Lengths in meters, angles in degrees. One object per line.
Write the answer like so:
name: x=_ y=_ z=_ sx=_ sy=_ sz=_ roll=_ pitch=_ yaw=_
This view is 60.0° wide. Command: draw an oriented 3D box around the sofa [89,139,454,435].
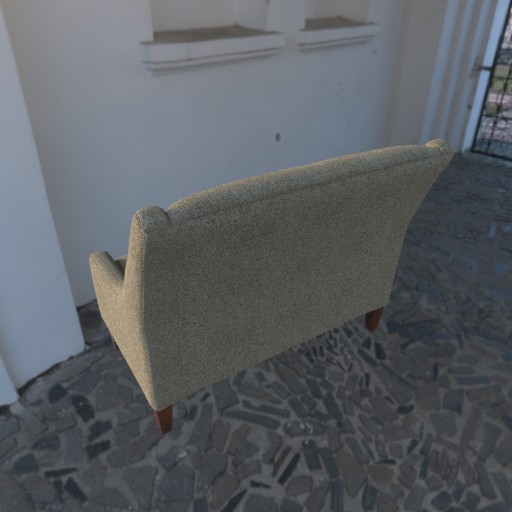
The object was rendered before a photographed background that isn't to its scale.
sofa: x=0.000 y=0.000 z=1.917 sx=1.242 sy=1.021 sz=0.870 roll=-18 pitch=35 yaw=-28
